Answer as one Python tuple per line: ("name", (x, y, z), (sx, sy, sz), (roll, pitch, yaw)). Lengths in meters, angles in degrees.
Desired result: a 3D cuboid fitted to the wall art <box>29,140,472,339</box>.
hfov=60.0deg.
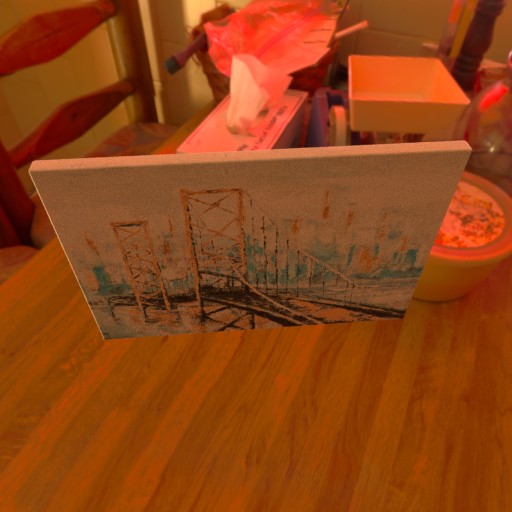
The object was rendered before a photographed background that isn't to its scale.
("wall art", (0.000, 0.000, 1.139), (0.913, 0.609, 0.038), (-3, 47, -3))
